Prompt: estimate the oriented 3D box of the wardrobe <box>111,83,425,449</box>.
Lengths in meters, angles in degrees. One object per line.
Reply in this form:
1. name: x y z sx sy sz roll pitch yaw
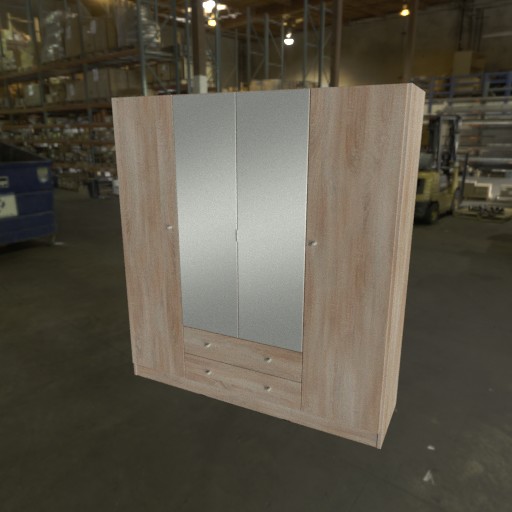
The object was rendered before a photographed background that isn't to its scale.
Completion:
1. wardrobe: 0.000 0.000 3.146 1.998 2.159 0.598 8 17 26
